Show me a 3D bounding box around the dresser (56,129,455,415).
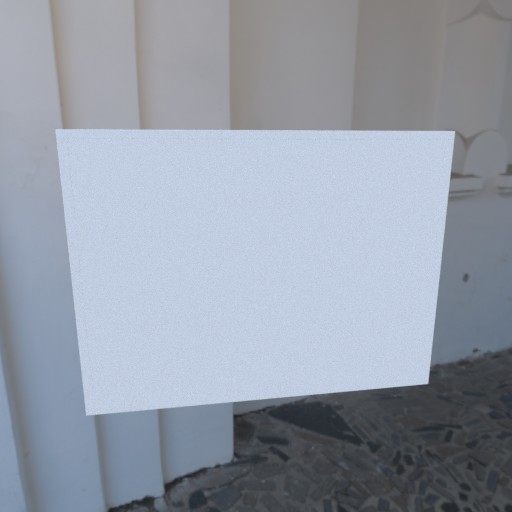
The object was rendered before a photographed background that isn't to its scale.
[{"bbox_3d":[0.000,0.000,1.524,1.100,0.820,0.460,-2,14,-9],"label":"dresser"}]
